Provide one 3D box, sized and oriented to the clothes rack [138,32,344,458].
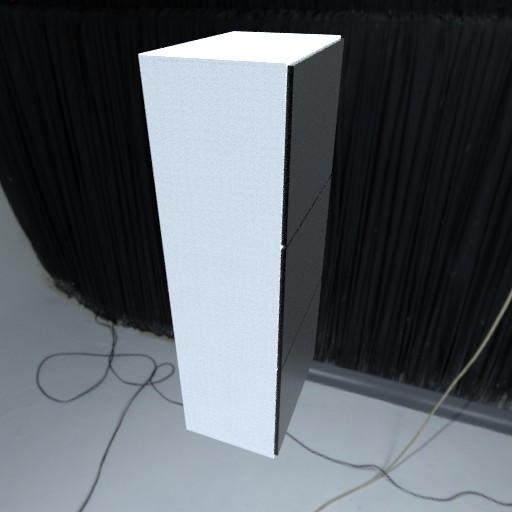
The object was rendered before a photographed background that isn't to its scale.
[{"bbox_3d":[0.000,0.000,1.366,0.330,1.187,0.500,11,34,17],"label":"clothes rack"}]
